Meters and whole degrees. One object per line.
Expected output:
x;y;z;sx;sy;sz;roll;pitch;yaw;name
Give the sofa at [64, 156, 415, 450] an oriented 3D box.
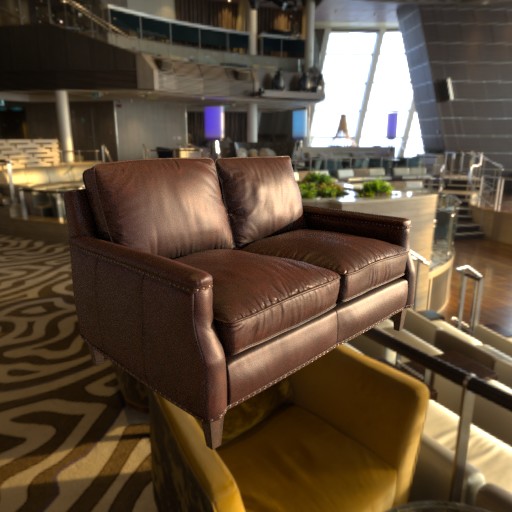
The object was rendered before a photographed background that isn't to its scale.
0.000;0.000;2.325;1.083;1.003;1.628;14;20;42;sofa
